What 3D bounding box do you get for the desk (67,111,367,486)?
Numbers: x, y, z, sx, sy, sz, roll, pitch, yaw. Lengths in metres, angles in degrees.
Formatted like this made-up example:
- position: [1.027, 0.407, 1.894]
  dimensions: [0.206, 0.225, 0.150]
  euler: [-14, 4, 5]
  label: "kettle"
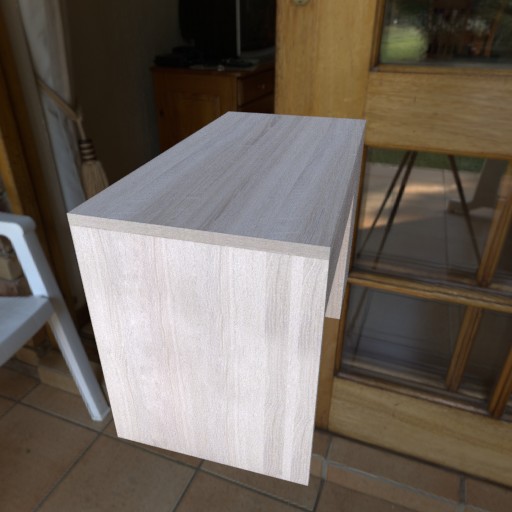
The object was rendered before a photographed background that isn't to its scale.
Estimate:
- position: [0.000, 0.000, 1.545]
  dimensions: [0.600, 0.731, 1.100]
  euler: [8, 31, 14]
  label: "desk"
